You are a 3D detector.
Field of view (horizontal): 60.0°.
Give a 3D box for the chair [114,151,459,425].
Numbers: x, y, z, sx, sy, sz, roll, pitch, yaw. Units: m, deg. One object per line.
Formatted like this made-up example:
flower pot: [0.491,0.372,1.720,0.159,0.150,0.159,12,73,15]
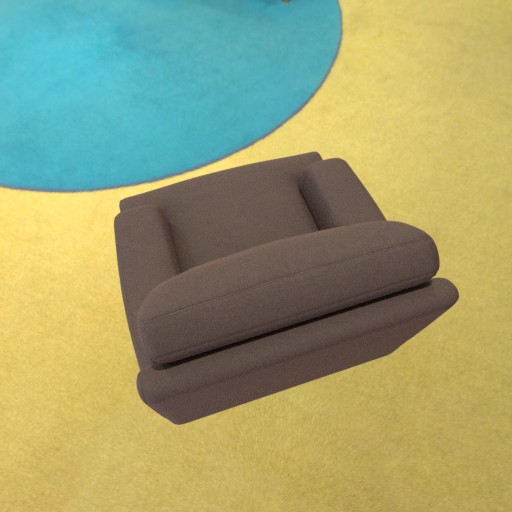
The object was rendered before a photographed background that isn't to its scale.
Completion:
chair: [0.000,0.000,1.959,1.168,0.940,1.143,-16,60,-9]
